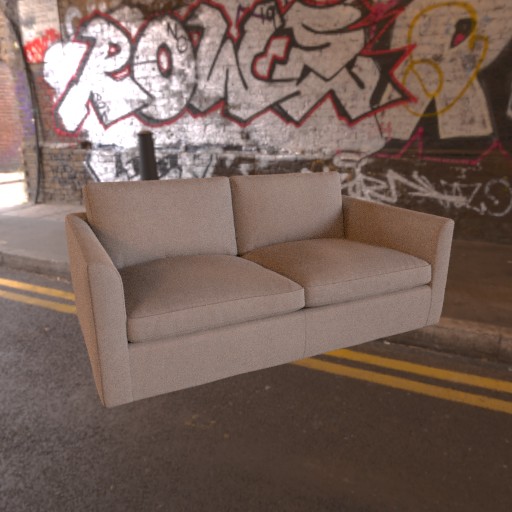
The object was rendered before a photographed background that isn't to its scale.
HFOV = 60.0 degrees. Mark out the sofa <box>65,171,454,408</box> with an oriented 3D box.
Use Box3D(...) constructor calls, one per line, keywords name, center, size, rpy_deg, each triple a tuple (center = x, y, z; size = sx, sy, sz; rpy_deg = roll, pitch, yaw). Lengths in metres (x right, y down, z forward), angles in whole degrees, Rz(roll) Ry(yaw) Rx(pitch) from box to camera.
Box3D(name="sofa", center=(0.000, 0.000, 2.521), size=(1.905, 0.839, 1.091), rpy_deg=(-8, 17, -25))
